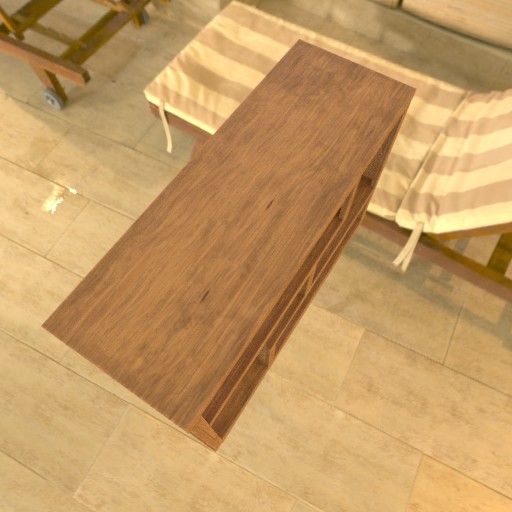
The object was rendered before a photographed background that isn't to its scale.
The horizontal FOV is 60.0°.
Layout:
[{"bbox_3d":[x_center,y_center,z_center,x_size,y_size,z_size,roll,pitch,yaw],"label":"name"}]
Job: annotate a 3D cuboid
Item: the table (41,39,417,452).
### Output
[{"bbox_3d":[0.000,0.000,1.509,0.410,0.771,1.151,30,67,14],"label":"table"}]
